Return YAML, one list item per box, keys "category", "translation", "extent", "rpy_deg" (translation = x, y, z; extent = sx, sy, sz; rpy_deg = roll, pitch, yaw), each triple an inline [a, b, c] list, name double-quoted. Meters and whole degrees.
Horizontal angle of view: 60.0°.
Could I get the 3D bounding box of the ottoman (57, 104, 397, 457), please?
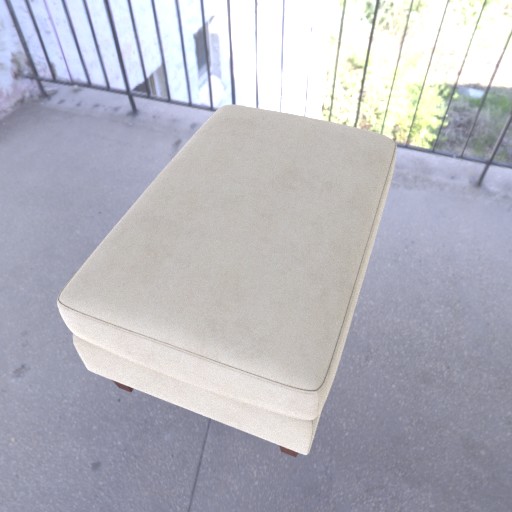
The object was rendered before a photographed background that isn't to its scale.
- category: "ottoman"
  translation: [0.000, 0.000, 1.214]
  extent: [0.584, 0.483, 0.864]
  rpy_deg: [16, 50, 14]
